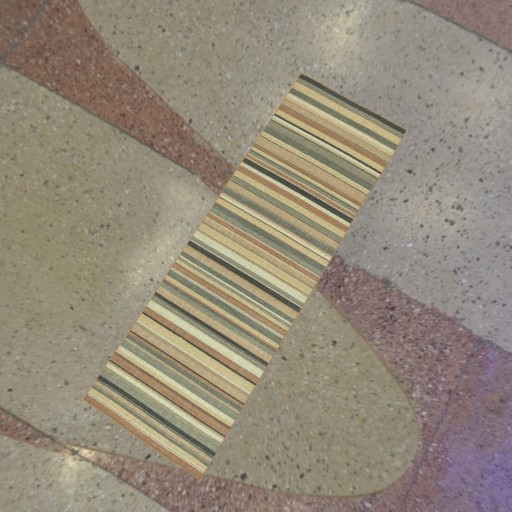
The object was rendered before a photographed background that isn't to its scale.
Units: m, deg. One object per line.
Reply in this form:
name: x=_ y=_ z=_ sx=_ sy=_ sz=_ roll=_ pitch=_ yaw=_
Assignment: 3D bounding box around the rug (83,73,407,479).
rug: x=0.000 y=0.000 z=2.677 sx=0.799 sy=0.010 sz=2.444 roll=31 pitch=79 yaw=6
